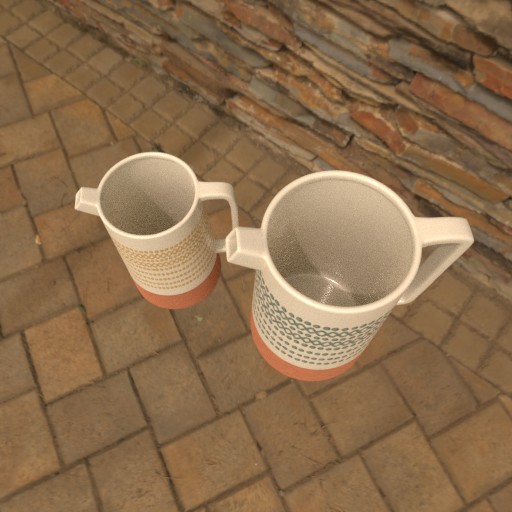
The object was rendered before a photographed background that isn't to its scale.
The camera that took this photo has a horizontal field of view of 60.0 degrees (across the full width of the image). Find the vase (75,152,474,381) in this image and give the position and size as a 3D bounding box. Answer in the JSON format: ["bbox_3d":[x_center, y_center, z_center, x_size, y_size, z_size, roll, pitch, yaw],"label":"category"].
[{"bbox_3d":[0.000,0.000,0.458,0.326,0.247,0.168,32,69,14],"label":"vase"}]
